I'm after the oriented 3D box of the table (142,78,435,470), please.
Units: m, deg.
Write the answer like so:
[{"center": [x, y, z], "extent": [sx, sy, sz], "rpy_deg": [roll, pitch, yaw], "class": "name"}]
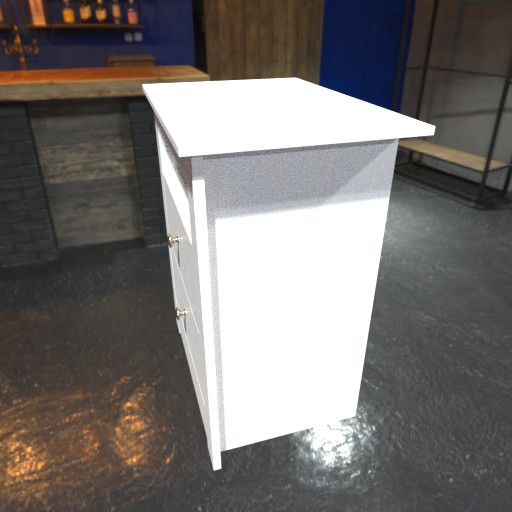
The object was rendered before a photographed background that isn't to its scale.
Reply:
[{"center": [0.000, 0.000, 1.061], "extent": [0.406, 0.711, 0.589], "rpy_deg": [-9, 30, -15], "class": "table"}]
